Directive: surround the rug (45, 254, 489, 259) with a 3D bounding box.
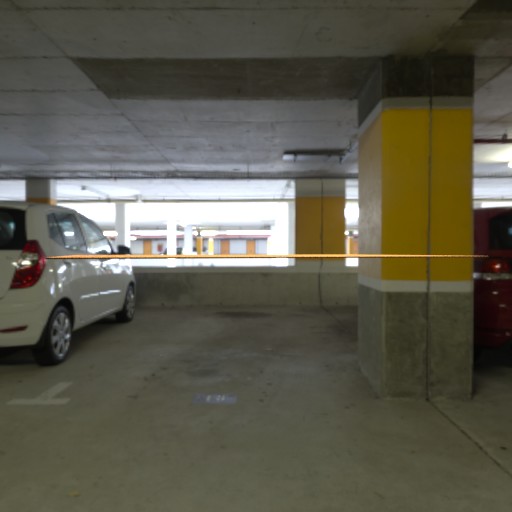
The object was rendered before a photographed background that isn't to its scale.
[{"bbox_3d":[0.000,0.000,2.196,1.747,0.006,1.143,0,1,-18],"label":"rug"}]
